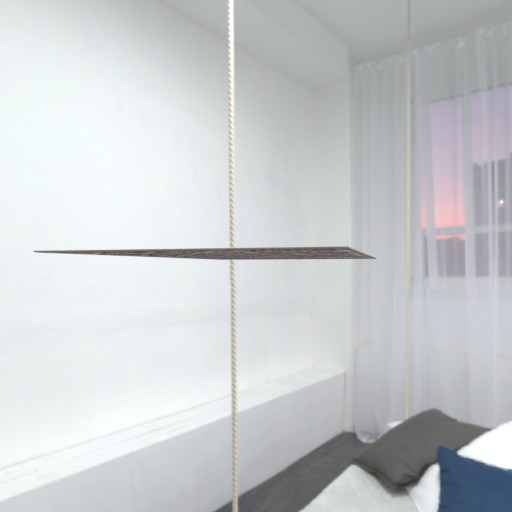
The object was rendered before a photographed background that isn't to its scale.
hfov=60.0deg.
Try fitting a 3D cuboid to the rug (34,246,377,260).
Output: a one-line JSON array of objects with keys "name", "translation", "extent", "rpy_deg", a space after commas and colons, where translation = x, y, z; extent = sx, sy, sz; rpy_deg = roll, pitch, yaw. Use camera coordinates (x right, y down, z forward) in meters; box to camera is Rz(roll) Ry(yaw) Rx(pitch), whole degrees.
[{"name": "rug", "translation": [0.000, 0.000, 3.105], "extent": [1.545, 0.010, 2.440], "rpy_deg": [0, -1, 18]}]
